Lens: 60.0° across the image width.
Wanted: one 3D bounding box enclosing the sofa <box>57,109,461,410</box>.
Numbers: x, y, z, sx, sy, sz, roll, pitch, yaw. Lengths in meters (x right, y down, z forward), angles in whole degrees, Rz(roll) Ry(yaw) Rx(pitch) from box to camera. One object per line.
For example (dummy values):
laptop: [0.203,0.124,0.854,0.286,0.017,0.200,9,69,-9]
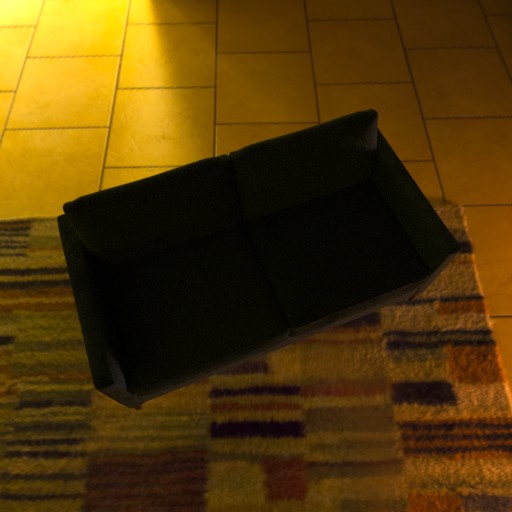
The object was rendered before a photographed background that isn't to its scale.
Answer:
sofa: [0.000,0.000,2.185,1.676,0.817,0.875,-19,65,-10]
